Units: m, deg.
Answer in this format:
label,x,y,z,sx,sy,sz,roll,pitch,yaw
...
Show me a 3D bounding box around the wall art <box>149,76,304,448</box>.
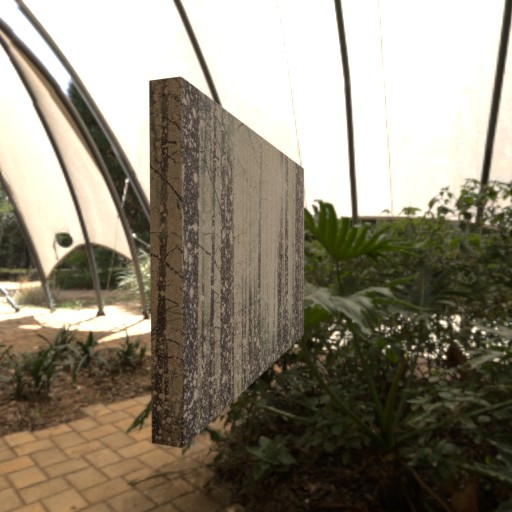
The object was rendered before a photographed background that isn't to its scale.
label,x,y,z,sx,sy,sz,roll,pitch,yaw
wall art,0.000,0.000,0.771,0.042,0.398,0.618,1,2,18
